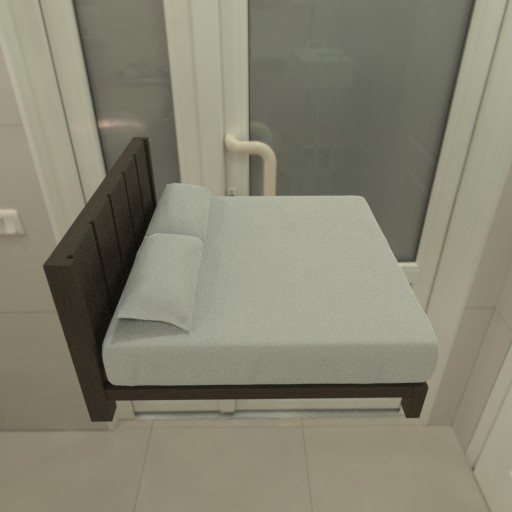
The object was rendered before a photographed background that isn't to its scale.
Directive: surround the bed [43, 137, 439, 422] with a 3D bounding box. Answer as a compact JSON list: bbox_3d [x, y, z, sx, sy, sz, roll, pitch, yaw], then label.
[{"bbox_3d":[0.000,0.000,3.541,2.238,1.261,2.143,0,33,-1],"label":"bed"}]
